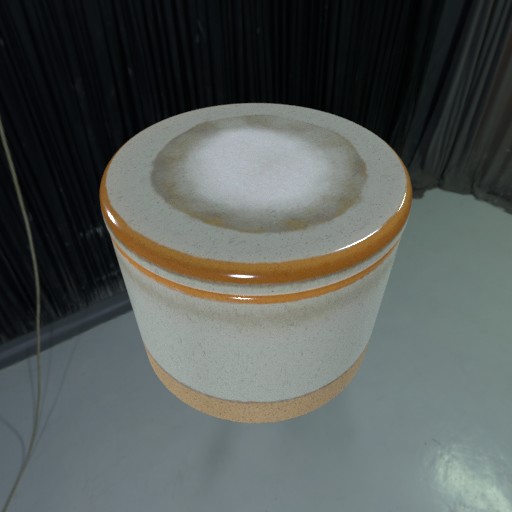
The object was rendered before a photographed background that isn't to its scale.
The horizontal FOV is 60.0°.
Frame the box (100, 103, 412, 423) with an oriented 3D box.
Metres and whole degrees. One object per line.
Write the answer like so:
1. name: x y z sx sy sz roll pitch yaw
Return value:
1. box: 0.000 0.000 0.210 0.123 0.100 0.123 0 42 0
